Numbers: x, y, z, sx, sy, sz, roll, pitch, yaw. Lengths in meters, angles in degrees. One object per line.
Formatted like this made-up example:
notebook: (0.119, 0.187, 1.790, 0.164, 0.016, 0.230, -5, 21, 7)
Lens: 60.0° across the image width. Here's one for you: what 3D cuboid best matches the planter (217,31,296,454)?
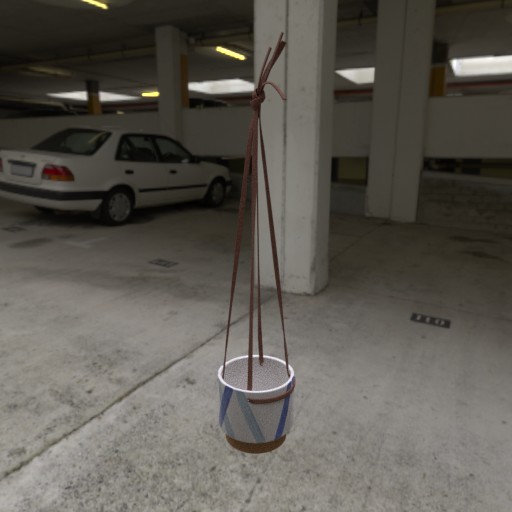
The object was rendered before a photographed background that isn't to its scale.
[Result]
planter: (0.000, 0.000, 0.824, 0.157, 0.753, 0.153, 7, 15, 26)
